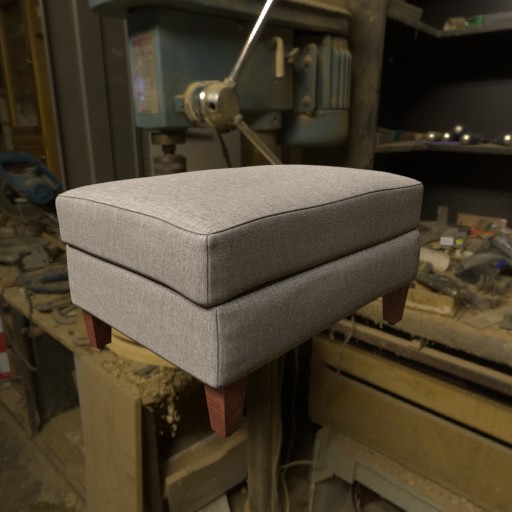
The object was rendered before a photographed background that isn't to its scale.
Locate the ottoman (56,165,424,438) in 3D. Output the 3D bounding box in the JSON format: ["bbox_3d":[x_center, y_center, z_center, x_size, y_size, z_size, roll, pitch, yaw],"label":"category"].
[{"bbox_3d":[0.000,0.000,1.269,0.639,0.494,0.873,16,23,41],"label":"ottoman"}]
